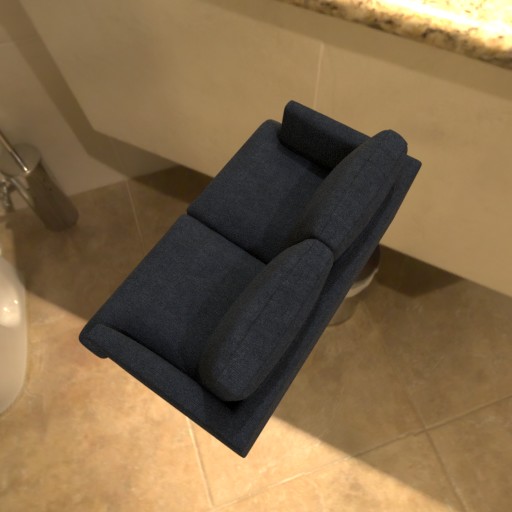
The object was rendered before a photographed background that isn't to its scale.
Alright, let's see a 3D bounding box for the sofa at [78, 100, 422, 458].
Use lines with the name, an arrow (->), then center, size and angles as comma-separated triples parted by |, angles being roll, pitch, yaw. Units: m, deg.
sofa -> 0.000, 0.000, 2.150 | 0.903, 0.944, 1.582 | 31, 67, 15
